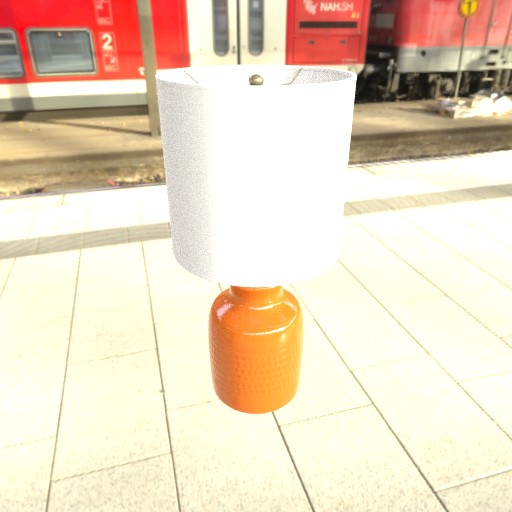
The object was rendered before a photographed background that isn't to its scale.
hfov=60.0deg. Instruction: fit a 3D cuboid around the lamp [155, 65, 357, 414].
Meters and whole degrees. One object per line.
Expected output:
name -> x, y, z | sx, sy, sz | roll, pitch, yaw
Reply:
lamp -> 0.000, 0.000, 1.139 | 0.418, 0.871, 0.418 | -9, 29, -16
